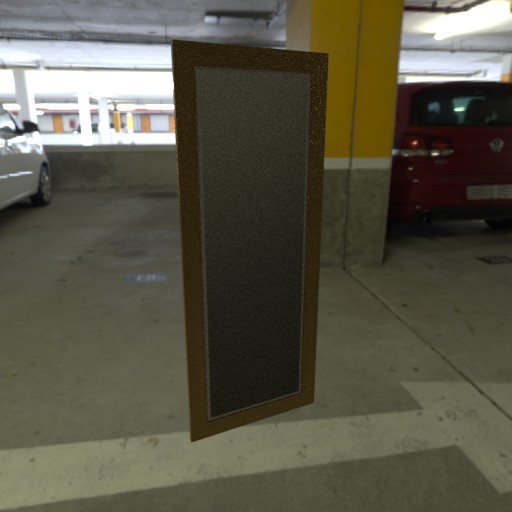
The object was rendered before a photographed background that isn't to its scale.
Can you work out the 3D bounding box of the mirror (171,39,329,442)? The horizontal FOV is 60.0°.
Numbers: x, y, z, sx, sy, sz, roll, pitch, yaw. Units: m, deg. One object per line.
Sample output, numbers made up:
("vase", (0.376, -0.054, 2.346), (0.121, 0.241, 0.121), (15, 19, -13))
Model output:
("mirror", (0.000, 0.000, 2.355), (0.812, 2.031, 0.025), (-8, 18, -26))
